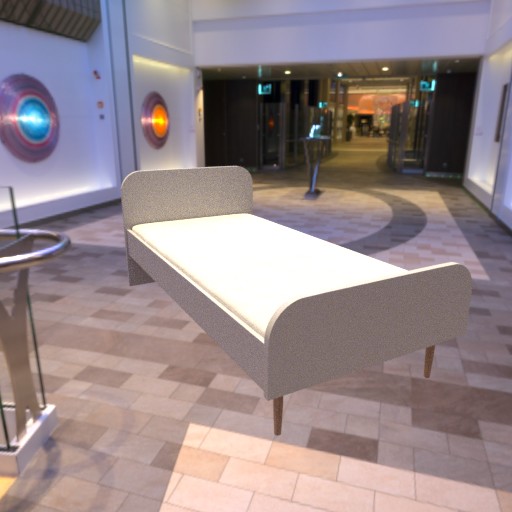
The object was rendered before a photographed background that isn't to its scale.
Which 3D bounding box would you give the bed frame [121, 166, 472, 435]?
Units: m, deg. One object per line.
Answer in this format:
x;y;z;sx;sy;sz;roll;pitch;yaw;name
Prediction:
0.000;0.000;2.471;0.998;0.805;1.963;-9;19;-28;bed frame
